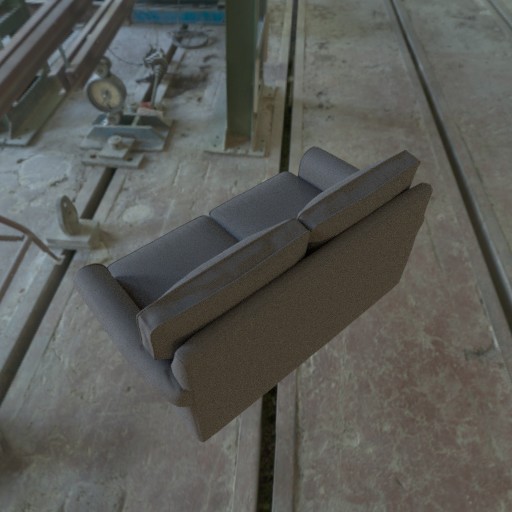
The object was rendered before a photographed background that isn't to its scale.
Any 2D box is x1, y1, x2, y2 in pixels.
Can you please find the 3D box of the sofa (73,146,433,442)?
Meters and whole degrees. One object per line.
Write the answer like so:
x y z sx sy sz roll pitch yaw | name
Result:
0.000 0.000 2.309 1.665 0.937 0.964 -32 55 -26 | sofa
